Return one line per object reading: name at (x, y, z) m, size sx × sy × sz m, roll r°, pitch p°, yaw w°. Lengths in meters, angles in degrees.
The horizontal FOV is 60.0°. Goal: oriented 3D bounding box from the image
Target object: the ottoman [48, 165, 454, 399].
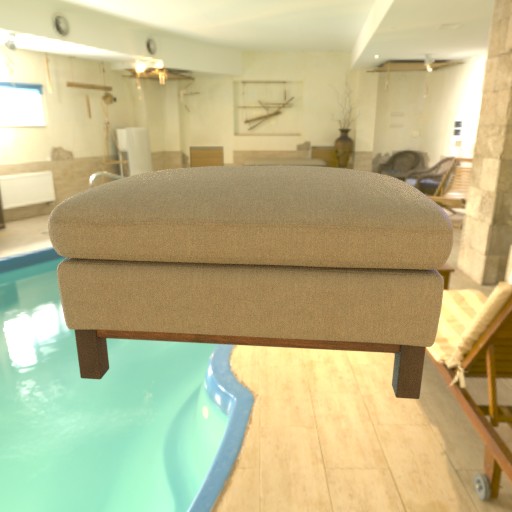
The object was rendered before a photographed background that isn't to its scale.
ottoman at (0.000, 0.000, 1.033) m, size 0.735 × 0.404 × 0.528 m, roll 2°, pitch 17°, yaw 6°
